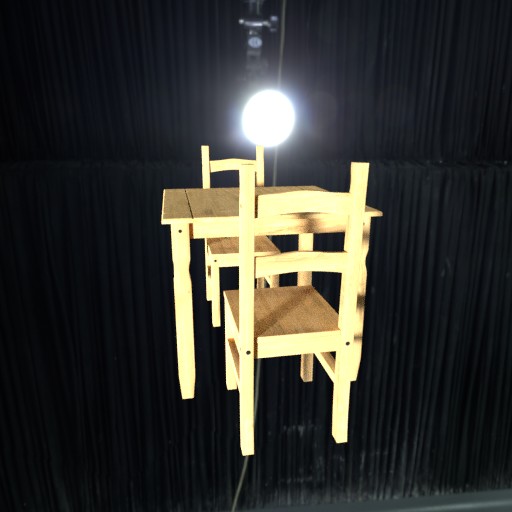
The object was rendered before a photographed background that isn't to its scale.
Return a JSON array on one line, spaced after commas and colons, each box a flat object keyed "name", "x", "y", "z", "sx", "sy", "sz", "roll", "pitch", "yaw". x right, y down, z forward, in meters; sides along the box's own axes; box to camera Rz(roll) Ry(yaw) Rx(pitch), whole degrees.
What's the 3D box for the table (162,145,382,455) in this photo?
[{"name": "table", "x": 0.000, "y": 0.000, "z": 2.048, "sx": 0.813, "sy": 0.942, "sz": 1.501, "roll": -3, "pitch": 16, "yaw": -10}]
